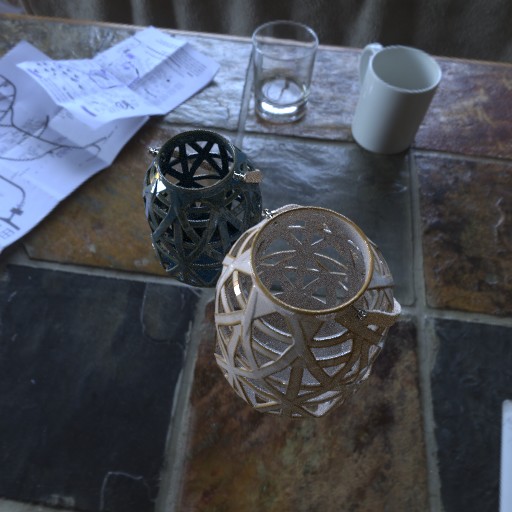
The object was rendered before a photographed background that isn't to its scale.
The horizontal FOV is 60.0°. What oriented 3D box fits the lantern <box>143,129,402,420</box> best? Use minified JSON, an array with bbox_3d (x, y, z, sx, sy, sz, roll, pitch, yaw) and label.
[{"bbox_3d":[0.000,0.000,0.623,0.245,0.307,0.439,-33,65,-17],"label":"lantern"}]
